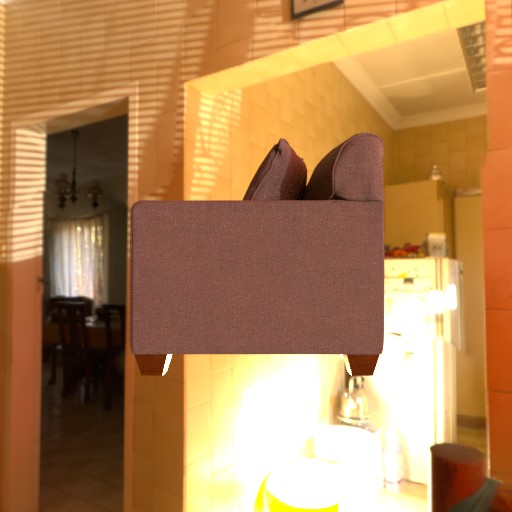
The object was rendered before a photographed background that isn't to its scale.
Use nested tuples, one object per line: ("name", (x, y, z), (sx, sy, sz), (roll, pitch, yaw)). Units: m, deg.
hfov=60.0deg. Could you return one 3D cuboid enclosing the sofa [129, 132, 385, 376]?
("sofa", (0.000, 0.000, 2.554), (1.000, 0.958, 1.846), (0, -2, 0))
